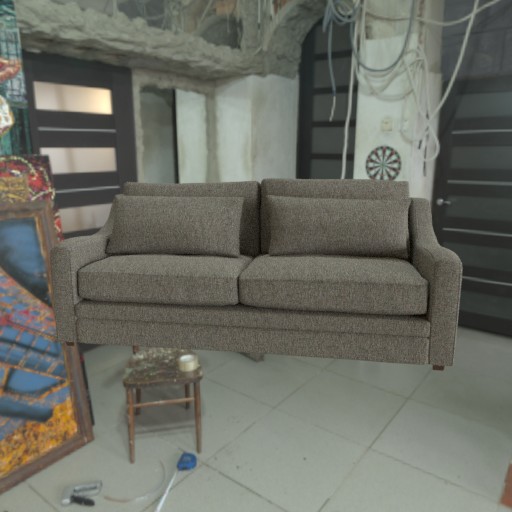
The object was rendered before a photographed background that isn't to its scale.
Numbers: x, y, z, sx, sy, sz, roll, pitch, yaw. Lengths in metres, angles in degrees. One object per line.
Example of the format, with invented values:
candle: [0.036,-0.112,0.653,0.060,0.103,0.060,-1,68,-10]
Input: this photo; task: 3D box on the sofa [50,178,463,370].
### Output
sofa: [0.000,0.000,2.998,2.418,0.998,1.103,2,14,8]
